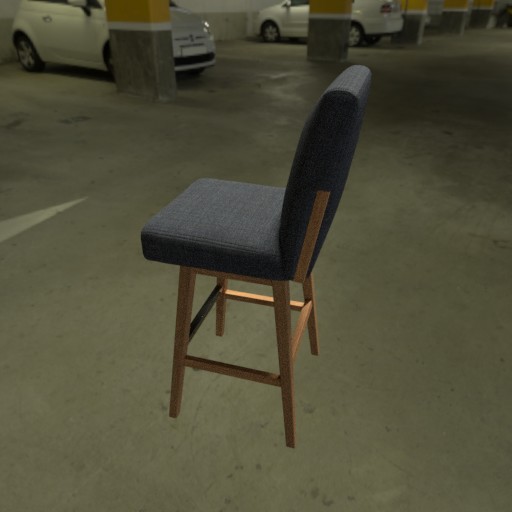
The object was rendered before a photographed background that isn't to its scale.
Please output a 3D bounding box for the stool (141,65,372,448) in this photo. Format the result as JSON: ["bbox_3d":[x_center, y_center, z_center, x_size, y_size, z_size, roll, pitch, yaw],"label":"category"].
[{"bbox_3d":[0.000,0.000,1.410,0.570,1.112,0.483,8,31,14],"label":"stool"}]
